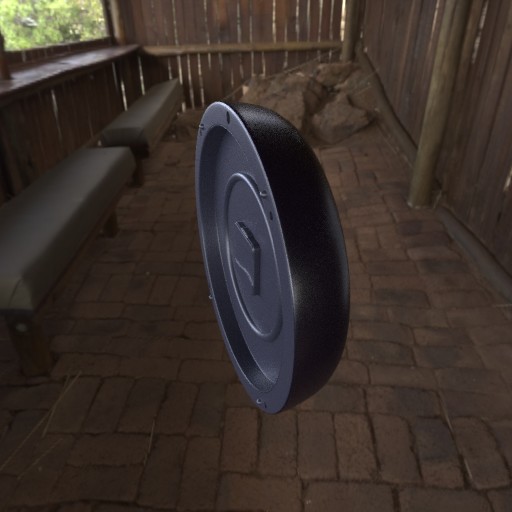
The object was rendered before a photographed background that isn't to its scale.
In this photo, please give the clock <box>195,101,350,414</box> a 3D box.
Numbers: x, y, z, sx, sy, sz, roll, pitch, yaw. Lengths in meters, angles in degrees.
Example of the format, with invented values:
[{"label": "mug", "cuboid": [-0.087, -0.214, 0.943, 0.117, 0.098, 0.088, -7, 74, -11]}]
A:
[{"label": "clock", "cuboid": [0.000, 0.000, 0.448, 0.060, 0.300, 0.300, -11, 32, -17]}]
